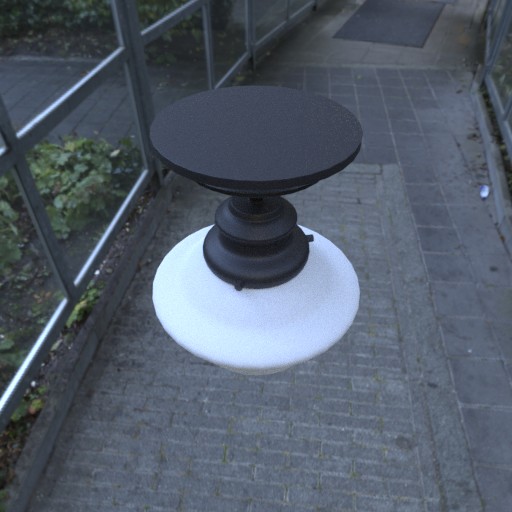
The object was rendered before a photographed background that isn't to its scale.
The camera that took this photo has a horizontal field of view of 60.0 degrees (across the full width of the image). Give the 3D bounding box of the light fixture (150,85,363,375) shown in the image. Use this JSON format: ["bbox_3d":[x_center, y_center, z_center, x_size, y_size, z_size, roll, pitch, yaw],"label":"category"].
[{"bbox_3d":[0.000,0.000,0.405,0.197,0.254,0.197,0,42,0],"label":"light fixture"}]
